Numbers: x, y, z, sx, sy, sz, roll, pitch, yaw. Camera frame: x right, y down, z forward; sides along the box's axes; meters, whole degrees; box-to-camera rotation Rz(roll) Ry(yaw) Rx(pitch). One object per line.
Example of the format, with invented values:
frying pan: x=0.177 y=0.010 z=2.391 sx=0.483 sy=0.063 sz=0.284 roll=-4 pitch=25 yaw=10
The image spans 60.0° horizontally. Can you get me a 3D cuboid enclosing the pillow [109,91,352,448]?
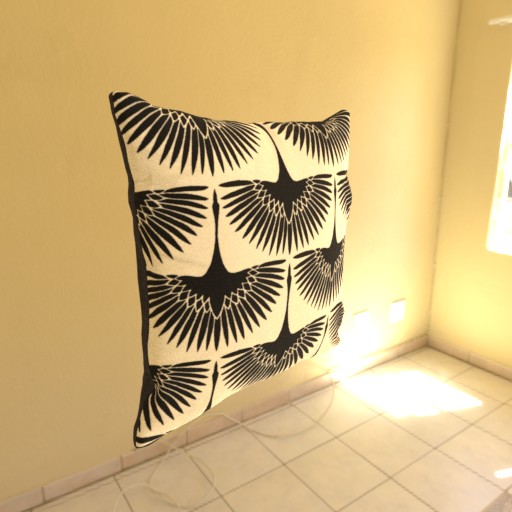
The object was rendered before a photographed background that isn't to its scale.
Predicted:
pillow: x=0.000 y=0.000 z=0.658 sx=0.432 sy=0.432 sz=0.139 roll=-14 pitch=20 yaw=-43
